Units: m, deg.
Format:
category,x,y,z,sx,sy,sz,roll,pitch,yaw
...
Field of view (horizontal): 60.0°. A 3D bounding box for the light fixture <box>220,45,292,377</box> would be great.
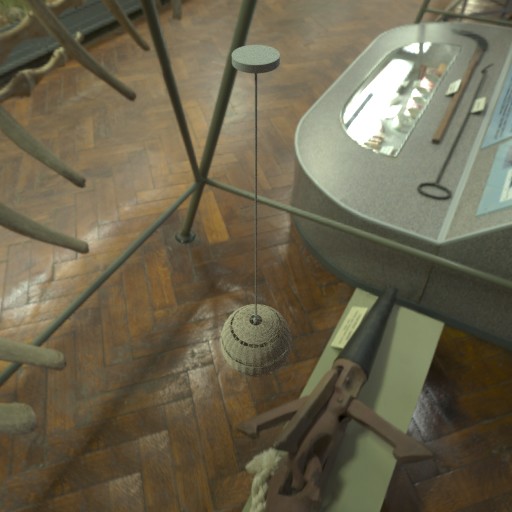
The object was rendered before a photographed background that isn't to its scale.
category,x,y,z,sx,sy,sz,roll,pitch,yaw
light fixture,0.000,0.000,2.259,0.457,2.019,0.457,22,50,19
